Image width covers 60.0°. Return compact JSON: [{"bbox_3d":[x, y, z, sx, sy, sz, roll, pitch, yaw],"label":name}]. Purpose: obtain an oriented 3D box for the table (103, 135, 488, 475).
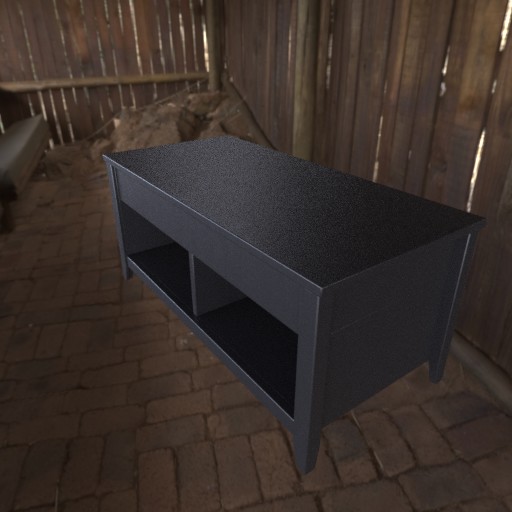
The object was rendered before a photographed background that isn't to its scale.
[{"bbox_3d":[0.000,0.000,1.285,0.483,0.457,1.016,-18,32,-31],"label":"table"}]
